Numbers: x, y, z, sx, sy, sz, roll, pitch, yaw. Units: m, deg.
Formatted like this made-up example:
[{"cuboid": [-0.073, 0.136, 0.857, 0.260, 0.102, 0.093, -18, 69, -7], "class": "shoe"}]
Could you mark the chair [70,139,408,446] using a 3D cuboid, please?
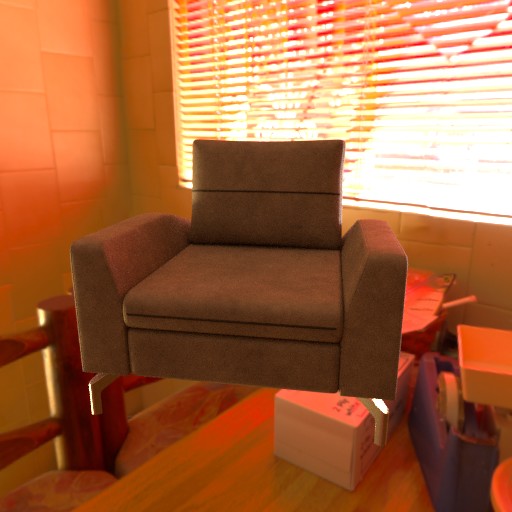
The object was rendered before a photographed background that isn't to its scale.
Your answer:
[{"cuboid": [0.000, 0.000, 1.574, 0.900, 0.800, 0.900, 3, 15, 9], "class": "chair"}]
